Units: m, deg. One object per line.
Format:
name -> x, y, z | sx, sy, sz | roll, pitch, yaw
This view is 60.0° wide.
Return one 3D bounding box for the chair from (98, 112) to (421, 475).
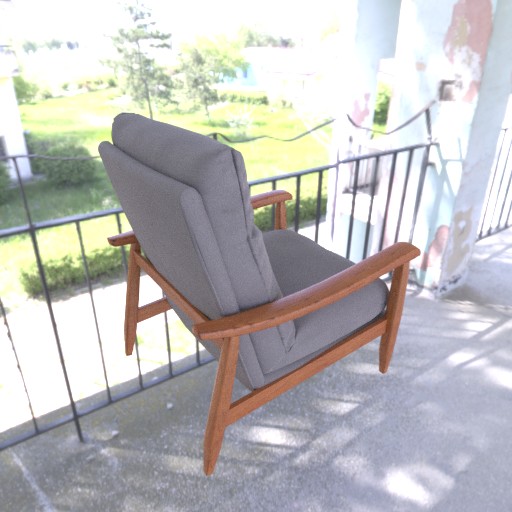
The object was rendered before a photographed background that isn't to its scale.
chair -> 0.000, 0.000, 1.519 | 0.816, 0.922, 0.782 | -17, 32, -31
